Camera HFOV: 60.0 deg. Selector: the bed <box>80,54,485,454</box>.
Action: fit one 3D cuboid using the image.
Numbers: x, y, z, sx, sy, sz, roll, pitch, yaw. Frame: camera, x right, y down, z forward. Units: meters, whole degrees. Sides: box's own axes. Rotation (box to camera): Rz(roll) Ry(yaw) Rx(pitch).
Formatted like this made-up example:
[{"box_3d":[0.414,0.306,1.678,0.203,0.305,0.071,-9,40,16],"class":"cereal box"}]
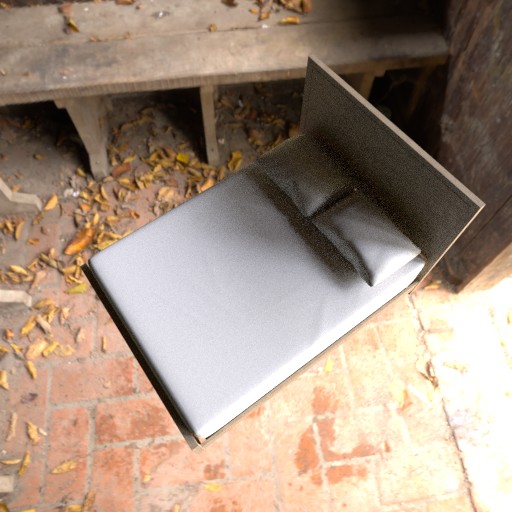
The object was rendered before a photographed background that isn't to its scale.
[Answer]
[{"box_3d":[0.000,0.000,3.233,2.189,1.369,1.606,-33,68,-15],"class":"bed"}]
